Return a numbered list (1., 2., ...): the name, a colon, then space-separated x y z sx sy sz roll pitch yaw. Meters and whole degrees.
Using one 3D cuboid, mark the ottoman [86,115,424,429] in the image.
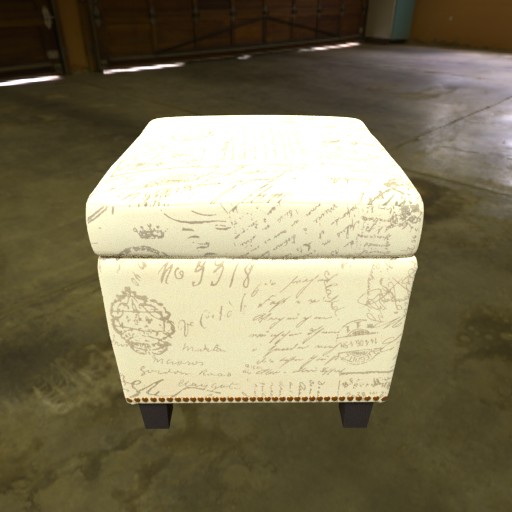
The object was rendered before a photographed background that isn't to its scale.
1. ottoman: 0.000 0.000 0.846 0.449 0.457 0.450 0 31 0
